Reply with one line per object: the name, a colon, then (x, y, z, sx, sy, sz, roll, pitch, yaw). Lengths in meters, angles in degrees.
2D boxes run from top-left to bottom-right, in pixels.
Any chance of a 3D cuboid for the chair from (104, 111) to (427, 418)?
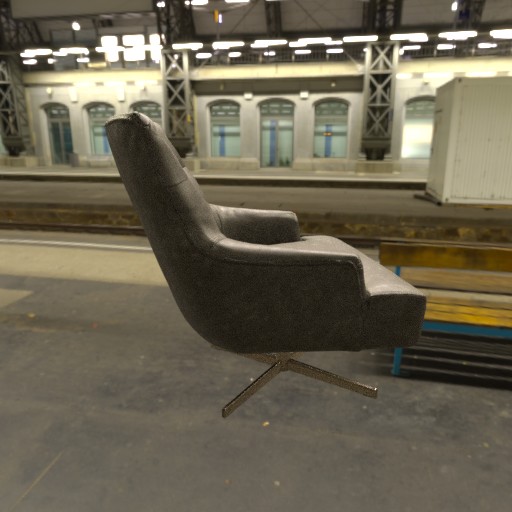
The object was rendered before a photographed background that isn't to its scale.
chair: (0.000, 0.000, 1.464, 0.874, 0.870, 0.738, -2, 15, -9)
